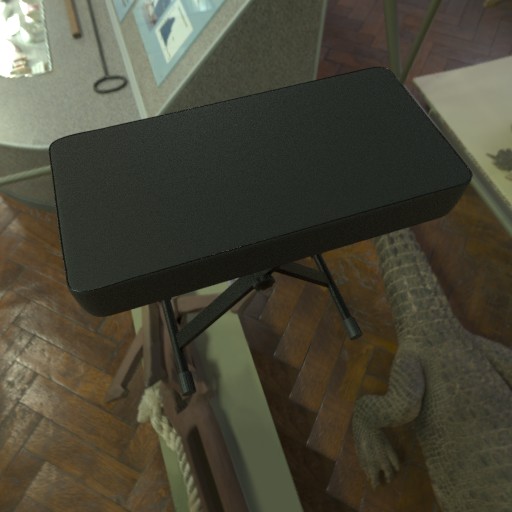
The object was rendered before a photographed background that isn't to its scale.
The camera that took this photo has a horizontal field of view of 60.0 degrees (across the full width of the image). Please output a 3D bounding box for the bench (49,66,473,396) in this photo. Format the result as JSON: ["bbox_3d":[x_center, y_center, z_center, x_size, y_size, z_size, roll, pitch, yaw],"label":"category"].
[{"bbox_3d":[0.000,0.000,0.915,0.600,0.561,0.300,-16,60,-10],"label":"bench"}]
